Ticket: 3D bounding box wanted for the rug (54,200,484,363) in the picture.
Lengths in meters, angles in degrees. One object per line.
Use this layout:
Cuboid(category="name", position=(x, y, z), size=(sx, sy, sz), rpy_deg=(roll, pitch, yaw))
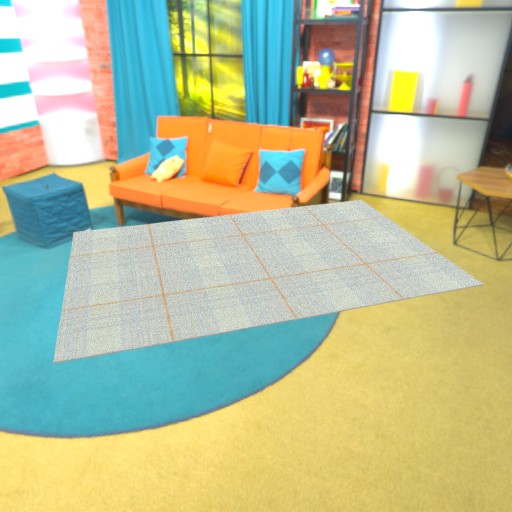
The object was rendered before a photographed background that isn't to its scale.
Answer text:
Cuboid(category="rug", position=(0.000, 0.000, 3.034), size=(2.442, 0.016, 1.527), rpy_deg=(-8, 29, -15))
